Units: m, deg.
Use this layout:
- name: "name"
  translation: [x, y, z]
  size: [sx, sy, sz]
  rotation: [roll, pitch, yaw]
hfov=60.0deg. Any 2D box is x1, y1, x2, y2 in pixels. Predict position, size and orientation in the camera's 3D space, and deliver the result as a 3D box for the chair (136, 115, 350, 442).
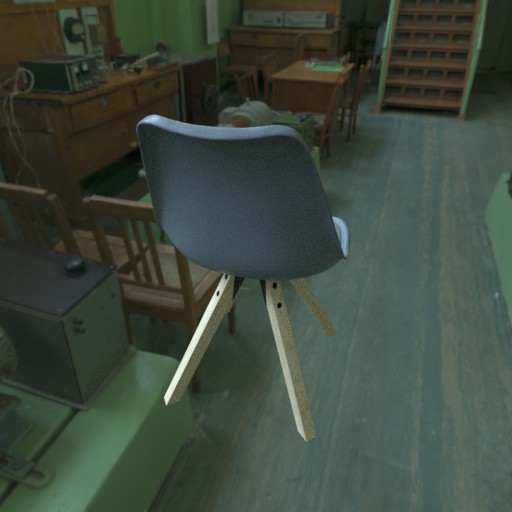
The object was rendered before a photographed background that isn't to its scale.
- name: "chair"
  translation: [0.000, 0.000, 1.194]
  size: [0.485, 0.850, 0.550]
  rotation: [9, 33, 14]
